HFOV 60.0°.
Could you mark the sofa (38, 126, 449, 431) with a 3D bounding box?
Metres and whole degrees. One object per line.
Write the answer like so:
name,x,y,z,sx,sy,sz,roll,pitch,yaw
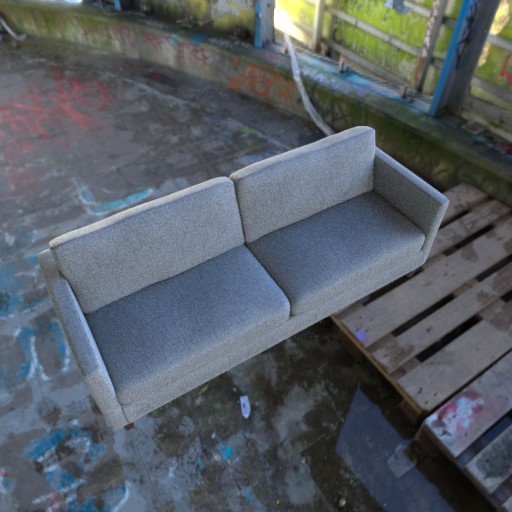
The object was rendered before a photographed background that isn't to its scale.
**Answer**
sofa,0.000,0.000,2.903,2.434,0.951,0.948,-24,52,-21
